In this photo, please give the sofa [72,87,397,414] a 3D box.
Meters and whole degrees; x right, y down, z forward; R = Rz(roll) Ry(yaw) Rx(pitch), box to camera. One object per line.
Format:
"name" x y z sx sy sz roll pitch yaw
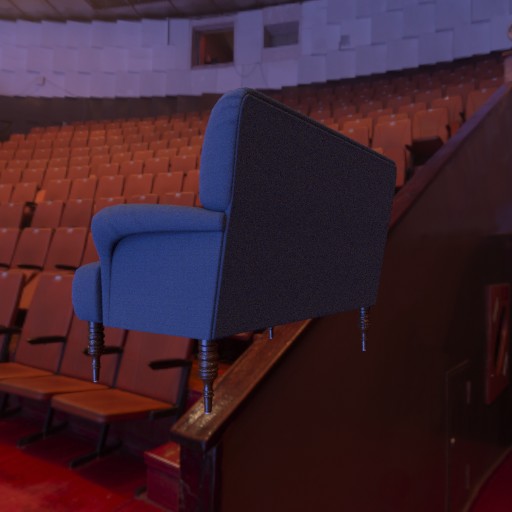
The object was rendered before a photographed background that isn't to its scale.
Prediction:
"sofa" 0.000 0.000 1.819 0.779 0.889 1.297 0 -1 37
